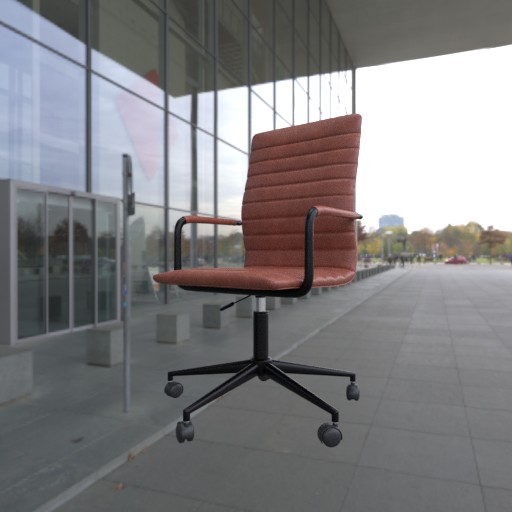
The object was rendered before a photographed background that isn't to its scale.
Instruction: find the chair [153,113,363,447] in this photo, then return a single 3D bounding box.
[{"bbox_3d":[0.000,0.000,1.254,0.600,0.878,0.578,0,0,37],"label":"chair"}]
